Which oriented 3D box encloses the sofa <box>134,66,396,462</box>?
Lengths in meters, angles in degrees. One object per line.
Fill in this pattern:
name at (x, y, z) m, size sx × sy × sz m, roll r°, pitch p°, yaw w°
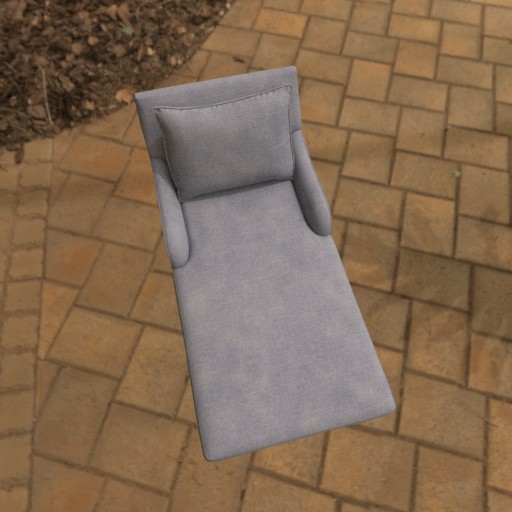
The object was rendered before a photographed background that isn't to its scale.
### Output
sofa at (0.000, 0.000, 2.287) m, size 0.904 × 0.883 × 1.779 m, roll -12°, pitch 64°, yaw -6°
